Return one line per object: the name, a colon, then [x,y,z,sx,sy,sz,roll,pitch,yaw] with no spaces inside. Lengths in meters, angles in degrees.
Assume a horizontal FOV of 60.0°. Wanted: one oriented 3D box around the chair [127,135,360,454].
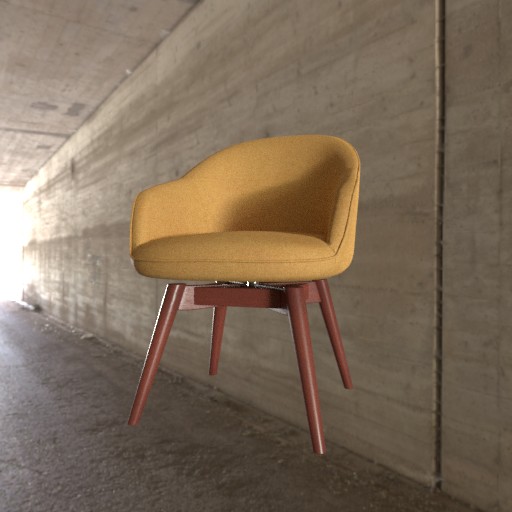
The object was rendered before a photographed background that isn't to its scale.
chair: [0.000,0.000,1.256,0.596,0.823,0.635,0,1,19]
